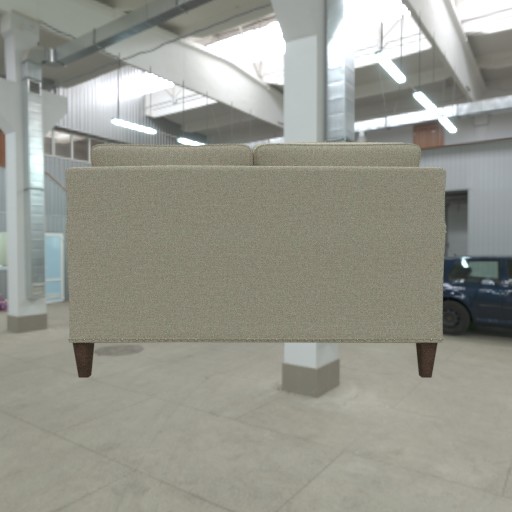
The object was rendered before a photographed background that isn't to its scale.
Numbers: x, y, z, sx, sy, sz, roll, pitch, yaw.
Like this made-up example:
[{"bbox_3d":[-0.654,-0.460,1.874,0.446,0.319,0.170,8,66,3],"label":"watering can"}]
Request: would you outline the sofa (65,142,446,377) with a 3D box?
[{"bbox_3d":[0.000,0.000,2.273,1.597,1.003,1.084,0,1,0],"label":"sofa"}]
